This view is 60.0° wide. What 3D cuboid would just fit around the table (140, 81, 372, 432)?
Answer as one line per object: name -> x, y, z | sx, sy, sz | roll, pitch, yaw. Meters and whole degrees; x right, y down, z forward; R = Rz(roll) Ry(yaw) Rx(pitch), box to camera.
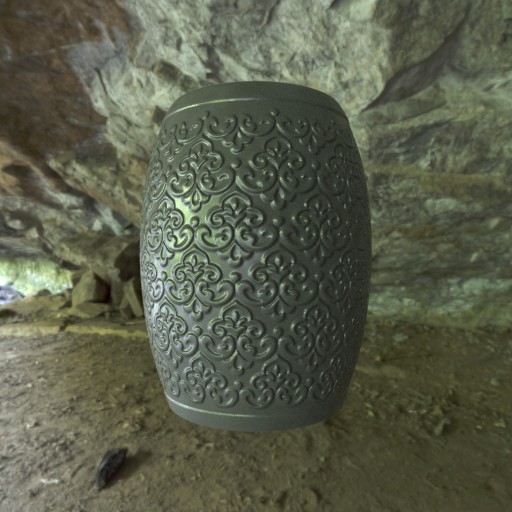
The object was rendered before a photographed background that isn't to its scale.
table -> 0.000, 0.000, 0.610 | 0.309, 0.397, 0.309 | 0, 0, 0
